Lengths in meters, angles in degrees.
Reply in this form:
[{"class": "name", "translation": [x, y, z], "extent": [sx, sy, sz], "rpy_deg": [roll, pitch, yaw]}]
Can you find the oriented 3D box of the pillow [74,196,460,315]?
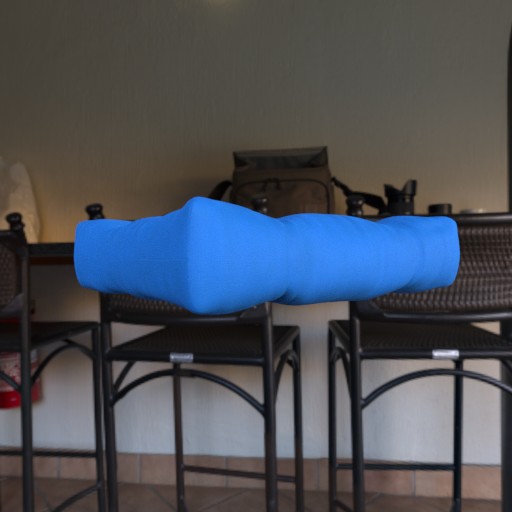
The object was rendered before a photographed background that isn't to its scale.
[{"class": "pillow", "translation": [0.000, 0.000, 0.741], "extent": [0.490, 0.128, 0.468], "rpy_deg": [0, 0, -36]}]
